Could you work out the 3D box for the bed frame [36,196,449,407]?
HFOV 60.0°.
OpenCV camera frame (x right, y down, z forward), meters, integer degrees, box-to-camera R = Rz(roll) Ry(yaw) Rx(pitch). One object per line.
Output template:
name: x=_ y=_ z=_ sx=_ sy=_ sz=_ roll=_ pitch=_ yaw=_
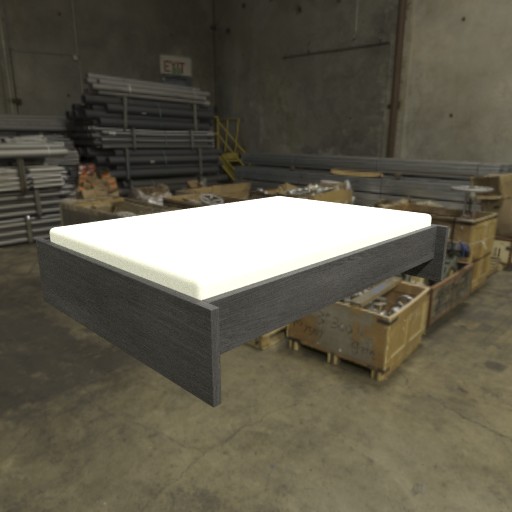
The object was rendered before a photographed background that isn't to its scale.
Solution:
bed frame: x=0.000 y=0.000 z=2.650 sx=1.490 sy=0.432 sz=1.950 roll=14 pitch=21 yaw=42
